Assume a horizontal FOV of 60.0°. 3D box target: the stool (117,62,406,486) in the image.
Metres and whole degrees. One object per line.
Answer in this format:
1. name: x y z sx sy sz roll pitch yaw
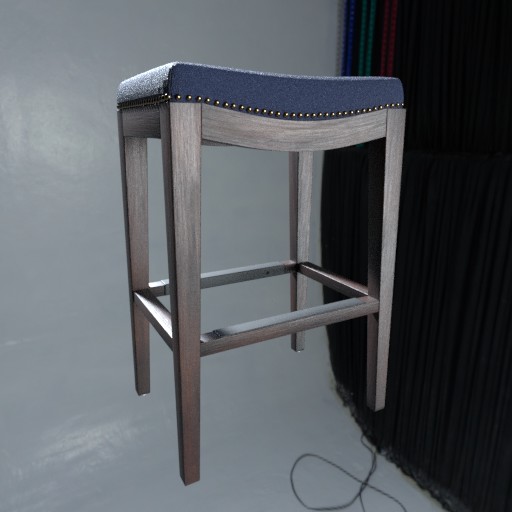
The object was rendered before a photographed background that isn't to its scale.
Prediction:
1. stool: 0.000 0.000 0.984 0.498 0.740 0.358 -9 18 -28
